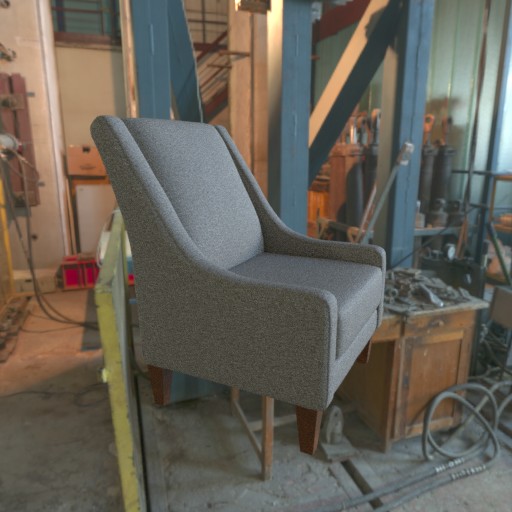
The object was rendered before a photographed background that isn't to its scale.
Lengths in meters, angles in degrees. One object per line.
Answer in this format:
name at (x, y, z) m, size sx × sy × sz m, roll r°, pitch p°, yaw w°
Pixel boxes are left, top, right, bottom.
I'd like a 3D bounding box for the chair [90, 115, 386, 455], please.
chair at (0.000, 0.000, 1.698) m, size 0.870 × 1.016 × 0.774 m, roll 7°, pitch 15°, yaw 27°
